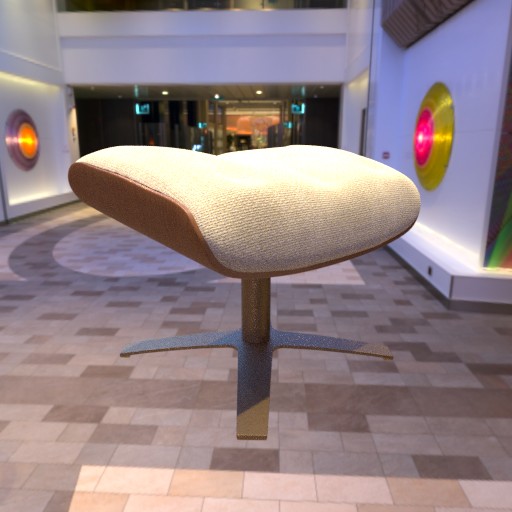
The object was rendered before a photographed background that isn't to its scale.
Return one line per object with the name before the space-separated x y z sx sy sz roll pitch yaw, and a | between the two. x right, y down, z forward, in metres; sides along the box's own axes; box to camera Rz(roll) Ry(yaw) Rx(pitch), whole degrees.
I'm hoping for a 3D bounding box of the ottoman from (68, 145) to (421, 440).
ottoman | 0.000 0.000 0.809 0.520 0.391 0.394 -13 19 -42
